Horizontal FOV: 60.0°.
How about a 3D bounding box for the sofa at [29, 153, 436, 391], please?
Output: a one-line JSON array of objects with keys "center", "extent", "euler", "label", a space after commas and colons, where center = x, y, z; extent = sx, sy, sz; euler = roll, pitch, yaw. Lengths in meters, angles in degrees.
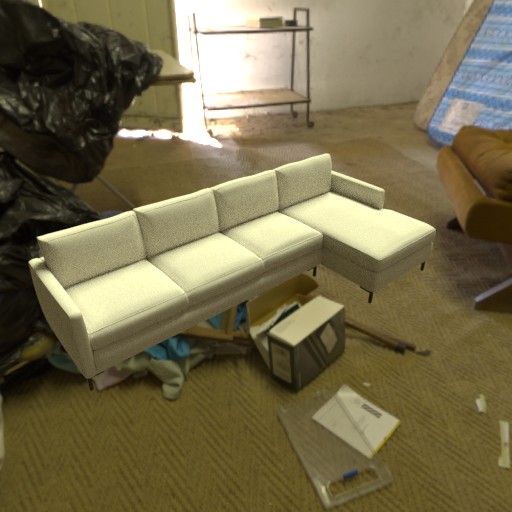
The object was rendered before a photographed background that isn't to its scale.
[{"center": [0.000, 0.000, 2.852], "extent": [2.445, 0.677, 1.126], "euler": [-23, 38, -33], "label": "sofa"}]
